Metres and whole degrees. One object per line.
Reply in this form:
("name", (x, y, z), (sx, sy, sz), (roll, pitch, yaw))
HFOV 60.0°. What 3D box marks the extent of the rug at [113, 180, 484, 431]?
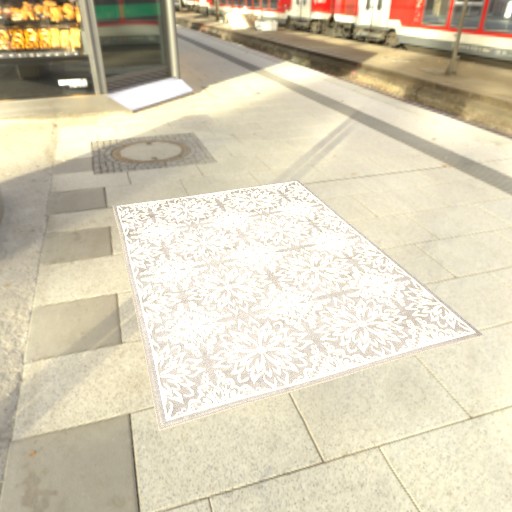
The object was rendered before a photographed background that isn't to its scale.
("rug", (0.000, 0.000, 2.850), (1.608, 0.014, 2.213), (-11, 33, -17))
